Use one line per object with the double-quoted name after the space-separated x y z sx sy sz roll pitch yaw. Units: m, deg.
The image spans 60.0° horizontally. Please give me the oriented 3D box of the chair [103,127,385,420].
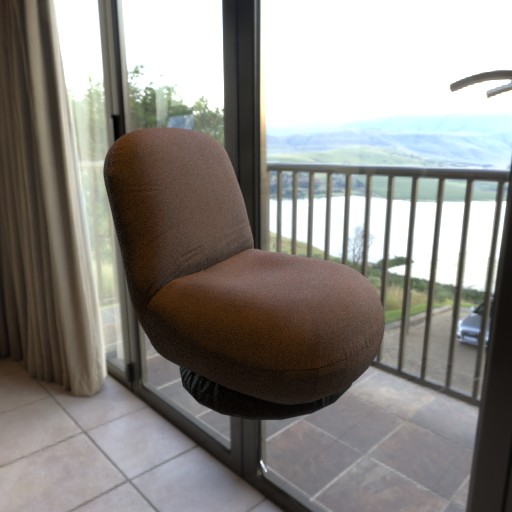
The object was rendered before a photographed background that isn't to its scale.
0.000 0.000 1.047 0.597 0.594 0.521 7 15 27 "chair"
